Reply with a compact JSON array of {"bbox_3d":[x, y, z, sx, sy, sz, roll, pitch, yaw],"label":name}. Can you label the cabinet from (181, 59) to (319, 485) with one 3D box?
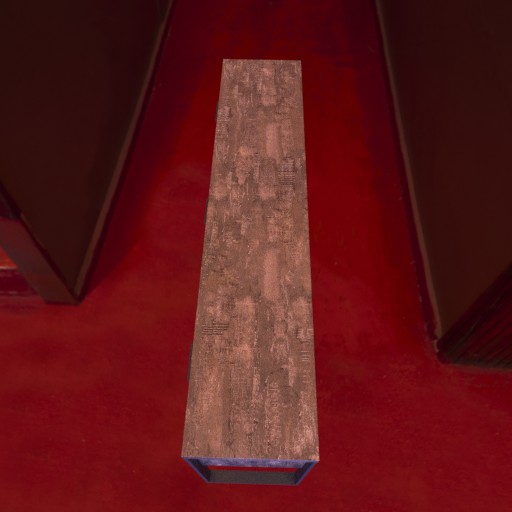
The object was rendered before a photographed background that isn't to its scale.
[{"bbox_3d":[0.000,0.000,2.025,0.395,0.762,1.800,1,58,1],"label":"cabinet"}]
